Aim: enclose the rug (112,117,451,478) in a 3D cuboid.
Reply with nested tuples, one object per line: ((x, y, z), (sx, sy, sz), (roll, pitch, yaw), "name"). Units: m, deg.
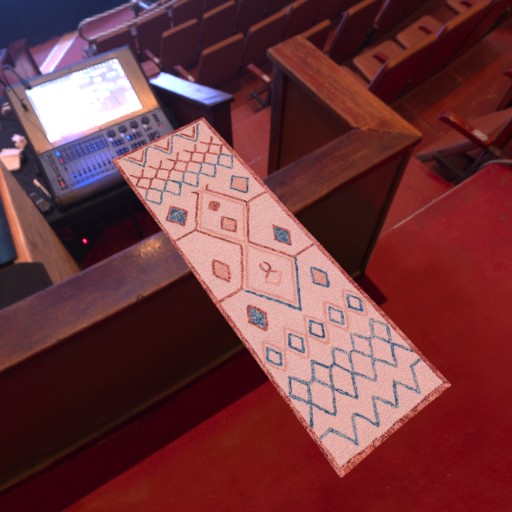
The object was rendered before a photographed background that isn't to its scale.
((0.000, 0.000, 2.687), (0.750, 0.011, 2.435), (-31, 64, -17), "rug")
